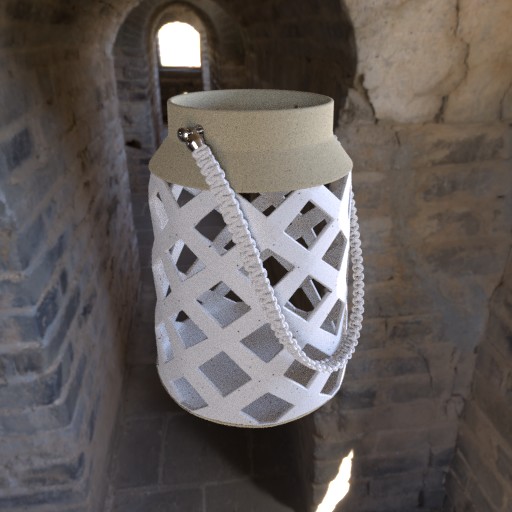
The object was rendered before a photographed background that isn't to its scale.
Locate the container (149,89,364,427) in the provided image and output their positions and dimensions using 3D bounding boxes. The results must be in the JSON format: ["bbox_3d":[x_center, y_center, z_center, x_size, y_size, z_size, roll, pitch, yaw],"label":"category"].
[{"bbox_3d":[0.000,0.000,0.392,0.198,0.264,0.188,19,32,33],"label":"container"}]
